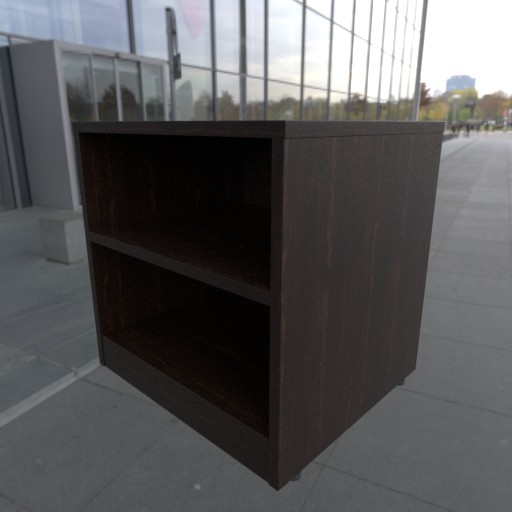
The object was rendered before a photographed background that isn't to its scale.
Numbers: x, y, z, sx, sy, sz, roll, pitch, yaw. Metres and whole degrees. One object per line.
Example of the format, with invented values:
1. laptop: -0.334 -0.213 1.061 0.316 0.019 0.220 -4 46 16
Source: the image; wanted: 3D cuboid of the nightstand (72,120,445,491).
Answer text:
1. nightstand: 0.000 0.000 0.838 0.489 0.487 0.427 15 22 41
